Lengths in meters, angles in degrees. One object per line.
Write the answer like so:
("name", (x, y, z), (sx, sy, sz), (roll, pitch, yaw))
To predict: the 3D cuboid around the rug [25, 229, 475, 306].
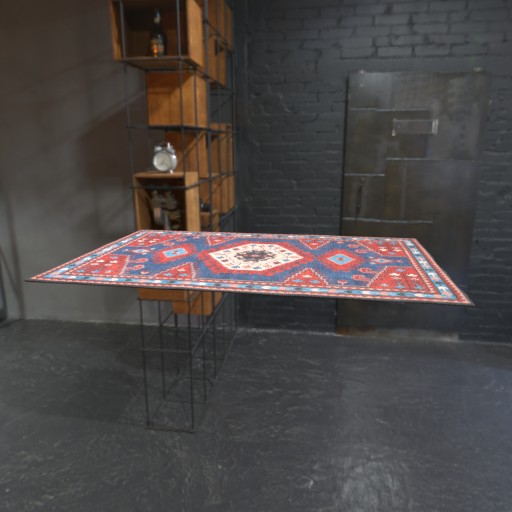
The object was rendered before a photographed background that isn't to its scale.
("rug", (0.000, 0.000, 2.330), (1.820, 0.012, 1.207), (2, 14, 9))
